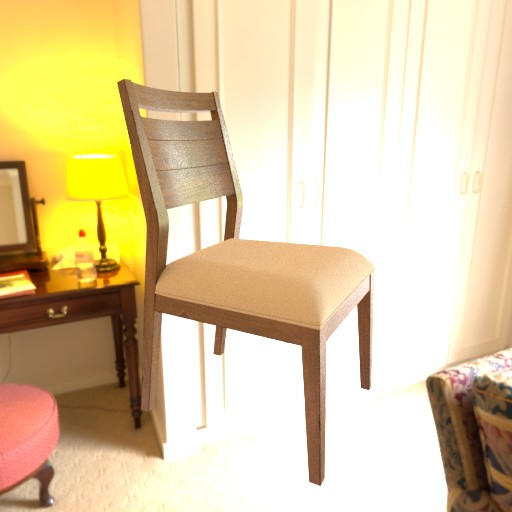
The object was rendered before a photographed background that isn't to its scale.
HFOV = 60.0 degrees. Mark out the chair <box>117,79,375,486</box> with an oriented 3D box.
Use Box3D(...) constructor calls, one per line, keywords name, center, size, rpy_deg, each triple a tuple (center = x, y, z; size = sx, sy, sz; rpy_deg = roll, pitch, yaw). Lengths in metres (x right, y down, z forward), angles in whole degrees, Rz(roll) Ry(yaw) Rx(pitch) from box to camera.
Box3D(name="chair", center=(0.000, 0.000, 1.276), size=(0.610, 0.939, 0.497), rpy_deg=(8, 17, 27))
